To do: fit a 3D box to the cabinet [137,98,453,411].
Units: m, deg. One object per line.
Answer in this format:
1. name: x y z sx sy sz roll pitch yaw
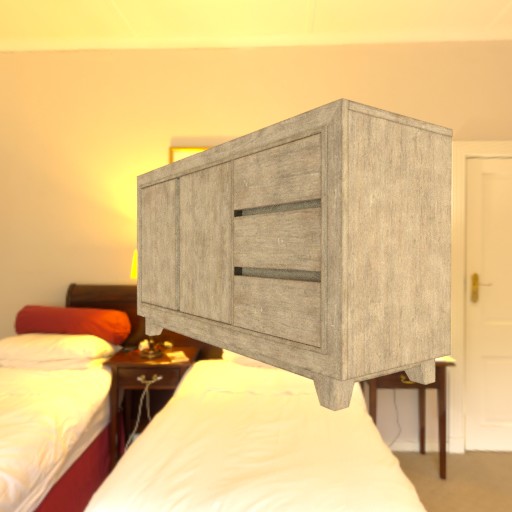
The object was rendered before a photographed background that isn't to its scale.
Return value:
1. cabinet: 0.000 0.000 1.875 0.511 0.825 1.460 0 1 -35
